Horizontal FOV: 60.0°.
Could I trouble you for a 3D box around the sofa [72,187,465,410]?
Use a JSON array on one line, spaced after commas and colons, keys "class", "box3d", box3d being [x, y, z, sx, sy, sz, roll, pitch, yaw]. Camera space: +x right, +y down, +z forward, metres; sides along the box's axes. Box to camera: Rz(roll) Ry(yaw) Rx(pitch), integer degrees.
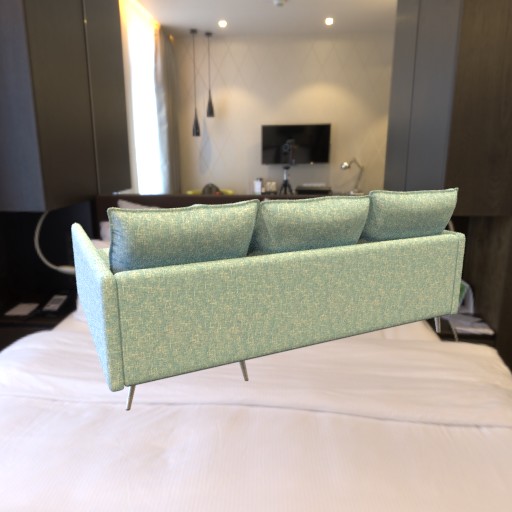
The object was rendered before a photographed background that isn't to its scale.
[{"class": "sofa", "box3d": [0.000, 0.000, 2.791, 2.034, 0.899, 1.420, -7, 15, -26]}]
